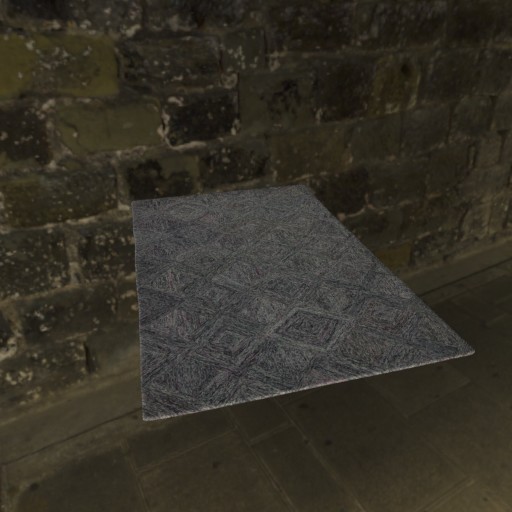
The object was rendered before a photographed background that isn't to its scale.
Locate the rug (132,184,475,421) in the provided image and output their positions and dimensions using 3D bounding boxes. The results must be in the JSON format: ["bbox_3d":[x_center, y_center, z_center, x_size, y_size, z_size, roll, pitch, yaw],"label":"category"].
[{"bbox_3d":[0.000,0.000,2.169,1.158,0.013,1.752,-8,30,-13],"label":"rug"}]
